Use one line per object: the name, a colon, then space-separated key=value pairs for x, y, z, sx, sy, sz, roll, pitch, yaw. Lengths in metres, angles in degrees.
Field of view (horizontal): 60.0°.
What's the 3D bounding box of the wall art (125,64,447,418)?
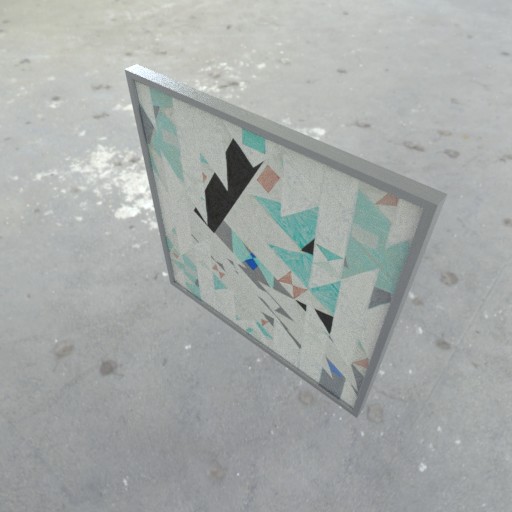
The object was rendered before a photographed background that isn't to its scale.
wall art: x=0.000 y=0.000 z=1.203 sx=0.806 sy=0.806 sz=0.038 roll=31 pitch=54 yaw=27
